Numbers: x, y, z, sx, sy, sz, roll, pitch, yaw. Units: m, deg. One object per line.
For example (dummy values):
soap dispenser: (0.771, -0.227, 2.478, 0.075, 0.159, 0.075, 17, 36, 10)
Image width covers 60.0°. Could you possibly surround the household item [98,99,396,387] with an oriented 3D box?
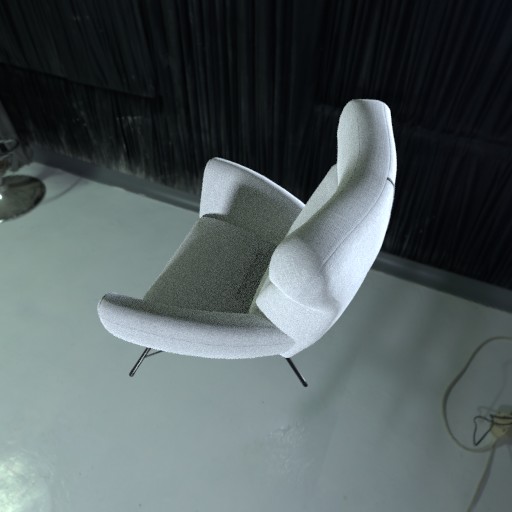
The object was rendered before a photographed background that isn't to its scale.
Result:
household item: (0.000, 0.000, 1.748, 0.900, 1.050, 0.980, 15, 48, 14)
